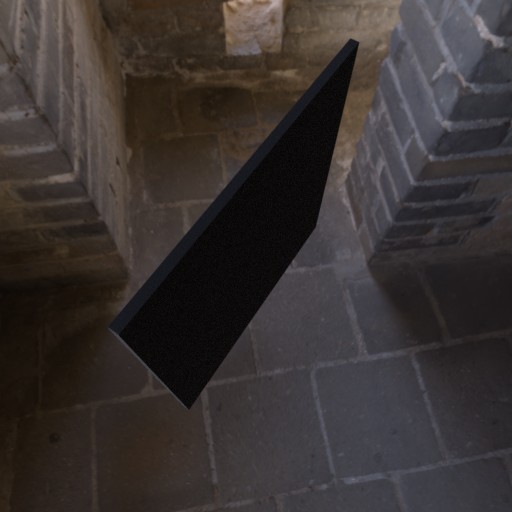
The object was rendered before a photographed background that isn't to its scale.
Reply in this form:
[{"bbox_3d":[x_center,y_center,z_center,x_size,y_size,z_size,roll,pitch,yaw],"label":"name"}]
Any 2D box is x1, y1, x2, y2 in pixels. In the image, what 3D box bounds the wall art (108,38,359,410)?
[{"bbox_3d":[0.000,0.000,0.679,0.013,0.458,0.456,30,67,14],"label":"wall art"}]
